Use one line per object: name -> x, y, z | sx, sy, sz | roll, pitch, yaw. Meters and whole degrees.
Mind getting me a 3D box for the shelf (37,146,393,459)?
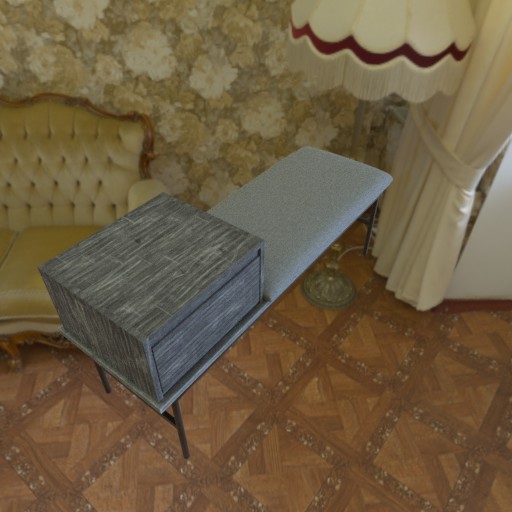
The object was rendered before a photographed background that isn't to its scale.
shelf -> 0.000, 0.000, 1.642 | 0.457, 0.633, 1.342 | 27, 48, 27
